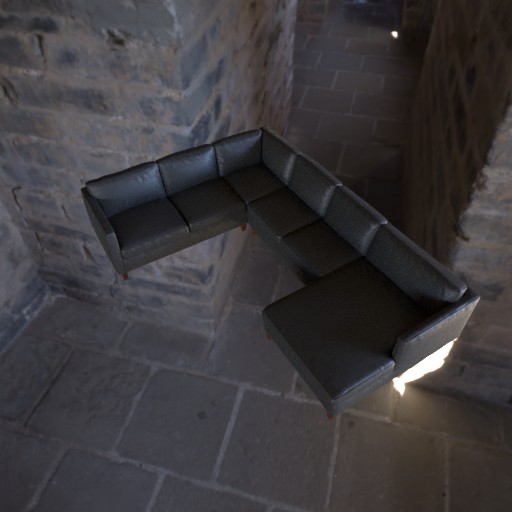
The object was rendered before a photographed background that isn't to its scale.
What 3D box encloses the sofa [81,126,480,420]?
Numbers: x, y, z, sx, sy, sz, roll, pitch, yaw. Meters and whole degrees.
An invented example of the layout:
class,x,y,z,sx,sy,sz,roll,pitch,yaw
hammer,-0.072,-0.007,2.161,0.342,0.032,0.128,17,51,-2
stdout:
class,x,y,z,sx,sy,sz,roll,pitch,yaw
sofa,0.000,0.000,4.628,2.593,0.923,3.460,-24,50,-22
